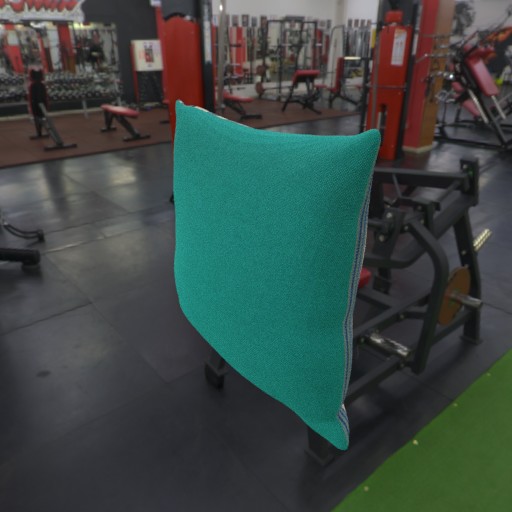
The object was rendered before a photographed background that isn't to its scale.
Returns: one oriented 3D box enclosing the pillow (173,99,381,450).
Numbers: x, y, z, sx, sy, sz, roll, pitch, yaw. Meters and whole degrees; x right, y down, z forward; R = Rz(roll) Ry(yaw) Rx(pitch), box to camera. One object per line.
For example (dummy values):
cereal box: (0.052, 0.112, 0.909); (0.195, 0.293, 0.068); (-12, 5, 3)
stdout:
pillow: (0.000, 0.000, 0.692); (0.182, 0.441, 0.440); (-18, 31, -33)
